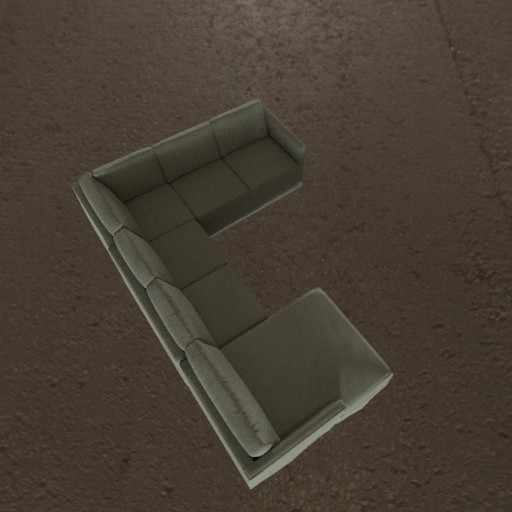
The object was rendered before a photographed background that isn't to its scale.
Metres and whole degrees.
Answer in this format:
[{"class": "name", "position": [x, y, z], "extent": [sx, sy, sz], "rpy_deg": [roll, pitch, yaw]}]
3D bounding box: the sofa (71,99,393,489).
[{"class": "sofa", "position": [0.000, 0.000, 4.501], "extent": [2.440, 0.869, 3.434], "rpy_deg": [-30, 62, -18]}]
